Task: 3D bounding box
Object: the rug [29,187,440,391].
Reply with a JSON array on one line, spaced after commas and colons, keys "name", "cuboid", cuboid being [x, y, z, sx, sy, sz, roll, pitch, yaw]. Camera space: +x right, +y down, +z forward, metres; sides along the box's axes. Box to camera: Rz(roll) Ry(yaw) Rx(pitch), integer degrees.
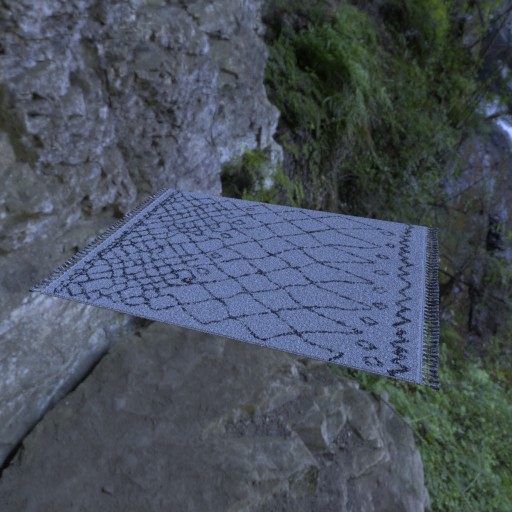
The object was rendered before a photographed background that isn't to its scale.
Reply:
[{"name": "rug", "cuboid": [0.000, 0.000, 2.969, 2.312, 0.017, 1.613, 10, 34, 16]}]
